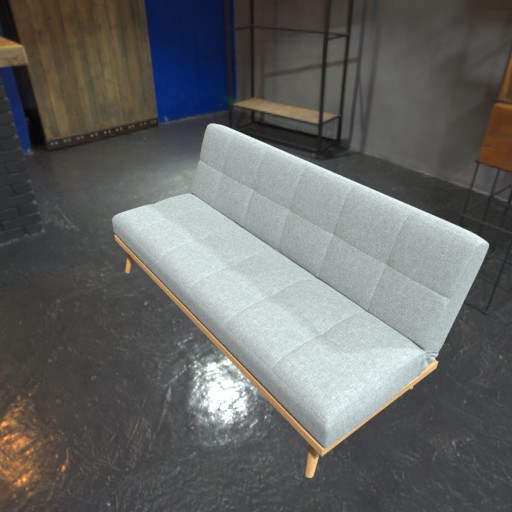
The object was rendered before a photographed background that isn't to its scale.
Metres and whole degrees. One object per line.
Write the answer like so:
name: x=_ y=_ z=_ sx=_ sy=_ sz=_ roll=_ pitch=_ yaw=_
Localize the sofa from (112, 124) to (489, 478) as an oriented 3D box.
sofa: x=0.000 y=0.000 z=2.199 sx=0.800 sy=0.800 sz=1.820 roll=-22 pitch=39 yaw=-30
